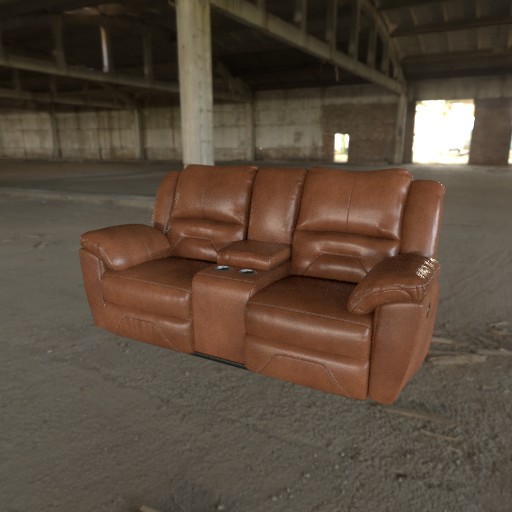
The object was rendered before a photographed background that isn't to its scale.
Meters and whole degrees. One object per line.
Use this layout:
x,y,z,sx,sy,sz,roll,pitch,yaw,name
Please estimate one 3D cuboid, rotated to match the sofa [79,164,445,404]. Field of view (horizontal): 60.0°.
0.000,0.000,2.676,2.058,1.043,0.991,8,16,27,sofa
